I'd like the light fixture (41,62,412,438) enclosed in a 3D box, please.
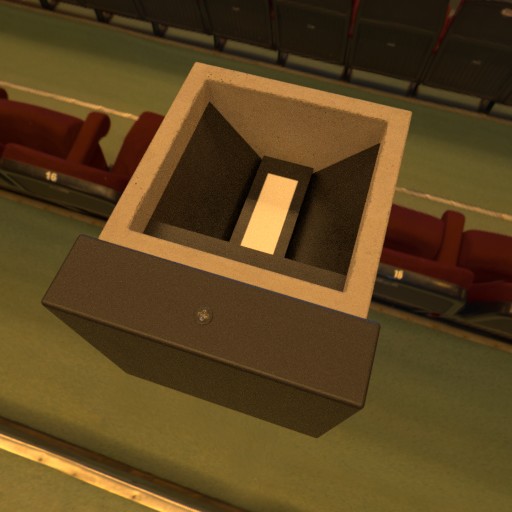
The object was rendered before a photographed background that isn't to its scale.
[{"bbox_3d":[0.000,0.000,0.237,0.121,0.121,0.143,16,64,8],"label":"light fixture"}]
